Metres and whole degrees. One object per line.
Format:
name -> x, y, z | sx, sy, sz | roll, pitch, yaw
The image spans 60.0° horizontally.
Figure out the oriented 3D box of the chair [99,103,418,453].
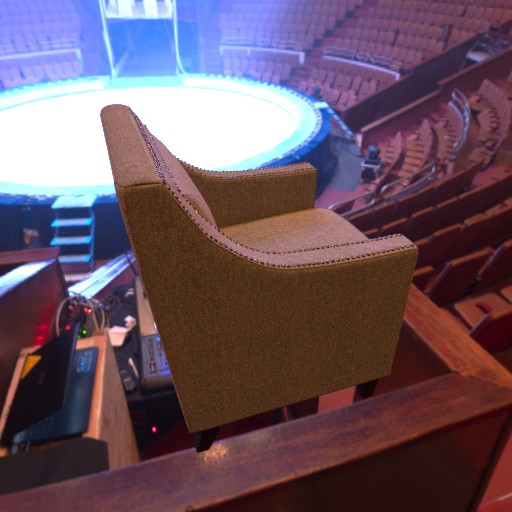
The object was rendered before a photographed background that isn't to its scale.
chair -> 0.000, 0.000, 1.591 | 0.884, 0.967, 0.776 | -11, 33, -16
